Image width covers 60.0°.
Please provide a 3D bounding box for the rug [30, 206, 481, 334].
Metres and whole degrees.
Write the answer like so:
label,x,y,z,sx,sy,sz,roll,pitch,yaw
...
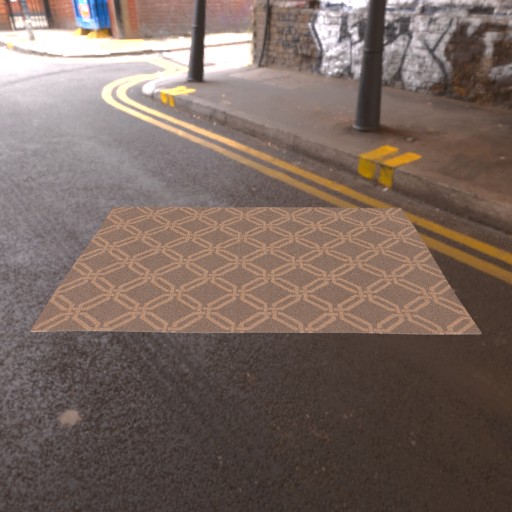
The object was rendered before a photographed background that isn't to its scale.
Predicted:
label,x,y,z,sx,sy,sz,roll,pitch,yaw
rug,0.000,0.000,2.193,1.754,0.010,1.148,0,31,0
